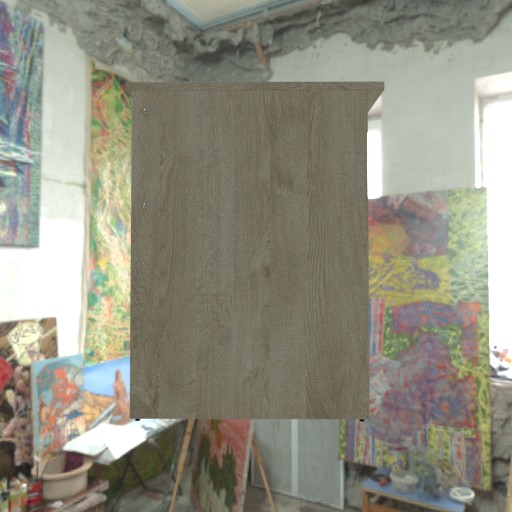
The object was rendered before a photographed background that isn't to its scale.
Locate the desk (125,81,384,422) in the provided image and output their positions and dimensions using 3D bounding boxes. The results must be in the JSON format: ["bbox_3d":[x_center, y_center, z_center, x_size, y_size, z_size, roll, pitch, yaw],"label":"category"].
[{"bbox_3d":[0.000,0.000,1.497,0.560,0.730,1.096,0,-1,0],"label":"desk"}]
